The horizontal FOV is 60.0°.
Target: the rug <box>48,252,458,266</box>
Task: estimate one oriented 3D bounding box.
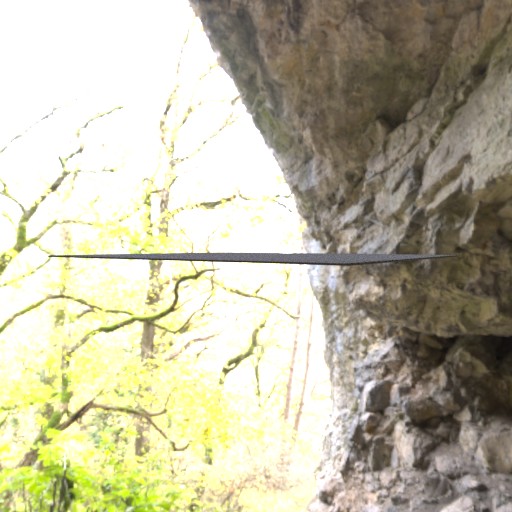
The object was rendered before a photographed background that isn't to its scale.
[{"bbox_3d":[0.000,0.000,4.210,3.050,0.017,2.441,1,2,37],"label":"rug"}]
